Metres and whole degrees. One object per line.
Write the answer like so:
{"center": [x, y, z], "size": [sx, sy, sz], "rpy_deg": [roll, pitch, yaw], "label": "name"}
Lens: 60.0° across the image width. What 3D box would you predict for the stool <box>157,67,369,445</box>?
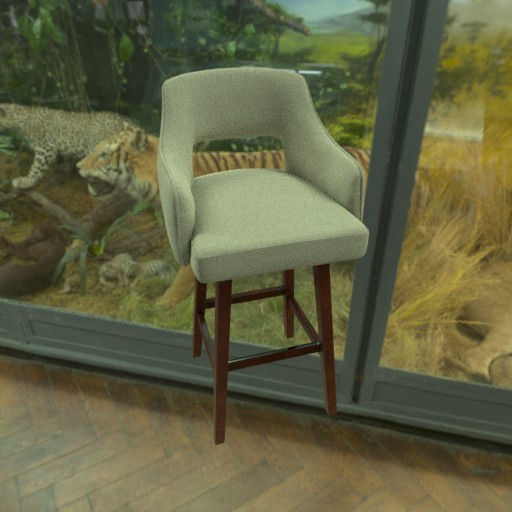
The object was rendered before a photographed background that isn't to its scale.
{"center": [0.000, 0.000, 1.407], "size": [0.550, 1.041, 0.560], "rpy_deg": [-9, 32, -14], "label": "stool"}
